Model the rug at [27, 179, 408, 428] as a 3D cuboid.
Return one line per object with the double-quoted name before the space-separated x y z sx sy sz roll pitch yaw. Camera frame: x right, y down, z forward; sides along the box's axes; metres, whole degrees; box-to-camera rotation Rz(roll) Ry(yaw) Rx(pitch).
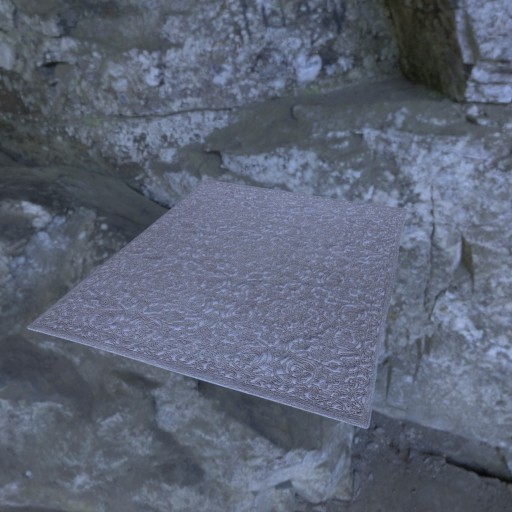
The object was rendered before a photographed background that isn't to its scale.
"rug" 0.000 0.000 4.064 2.472 0.035 3.017 11 34 17
